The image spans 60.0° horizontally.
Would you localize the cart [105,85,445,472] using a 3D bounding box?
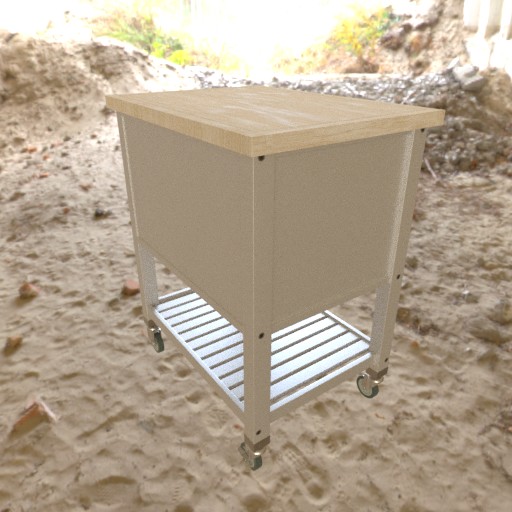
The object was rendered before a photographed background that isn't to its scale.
[{"bbox_3d":[0.000,0.000,1.382,0.559,0.914,0.762,-17,31,-31],"label":"cart"}]
